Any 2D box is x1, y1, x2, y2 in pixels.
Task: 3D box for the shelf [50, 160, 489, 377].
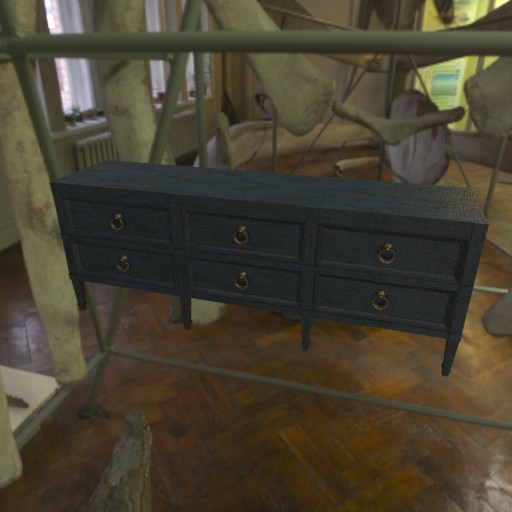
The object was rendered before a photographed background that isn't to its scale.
[{"bbox_3d":[0.000,0.000,2.182,1.878,0.715,0.471,7,27,15],"label":"shelf"}]
